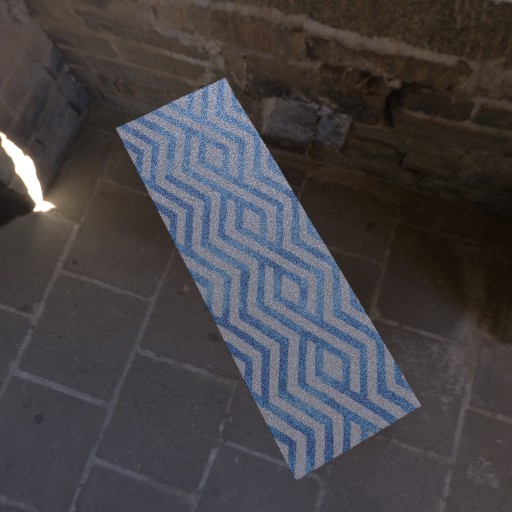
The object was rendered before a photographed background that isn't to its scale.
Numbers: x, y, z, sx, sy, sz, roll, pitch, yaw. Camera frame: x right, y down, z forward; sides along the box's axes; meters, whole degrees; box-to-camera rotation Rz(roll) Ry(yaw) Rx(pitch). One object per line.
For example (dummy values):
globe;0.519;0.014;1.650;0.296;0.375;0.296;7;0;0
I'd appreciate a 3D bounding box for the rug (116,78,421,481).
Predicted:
rug;0.000;0.000;1.674;0.503;0.007;1.492;-27;77;-7
